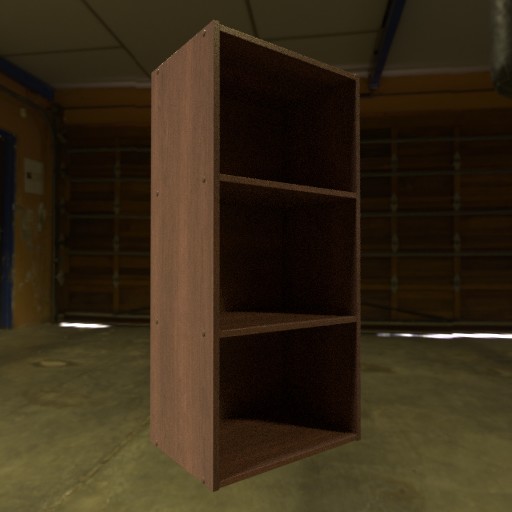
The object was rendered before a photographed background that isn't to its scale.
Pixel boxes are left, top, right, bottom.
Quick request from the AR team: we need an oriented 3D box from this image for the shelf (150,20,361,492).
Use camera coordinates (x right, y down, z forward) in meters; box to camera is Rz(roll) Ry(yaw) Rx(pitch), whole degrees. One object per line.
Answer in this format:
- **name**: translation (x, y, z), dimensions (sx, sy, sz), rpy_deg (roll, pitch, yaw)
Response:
- **shelf**: translation (0.000, 0.000, 1.063), dimensions (0.414, 0.879, 0.290), rpy_deg (1, -1, -36)
